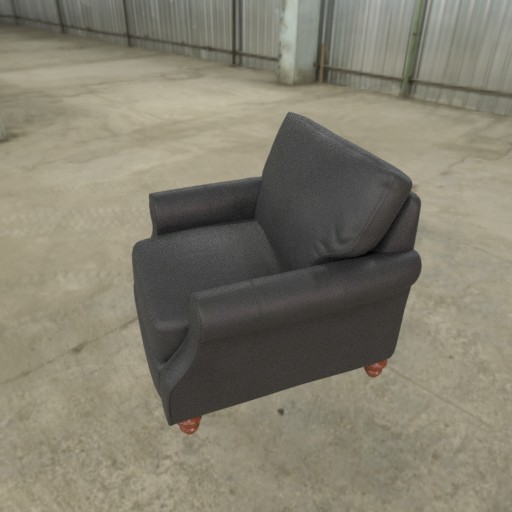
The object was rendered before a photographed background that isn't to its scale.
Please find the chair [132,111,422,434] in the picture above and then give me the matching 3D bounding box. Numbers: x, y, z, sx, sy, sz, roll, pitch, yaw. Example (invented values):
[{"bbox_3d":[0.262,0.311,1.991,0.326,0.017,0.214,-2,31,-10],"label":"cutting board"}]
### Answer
[{"bbox_3d":[0.000,0.000,1.824,1.027,0.960,1.015,-8,33,-13],"label":"chair"}]
